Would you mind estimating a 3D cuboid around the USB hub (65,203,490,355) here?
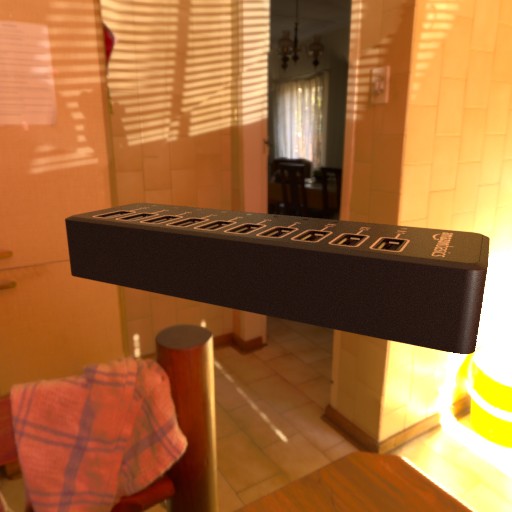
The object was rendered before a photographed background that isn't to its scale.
[{"bbox_3d":[0.000,0.000,0.157,0.145,0.023,0.044,8,17,26],"label":"USB hub"}]
